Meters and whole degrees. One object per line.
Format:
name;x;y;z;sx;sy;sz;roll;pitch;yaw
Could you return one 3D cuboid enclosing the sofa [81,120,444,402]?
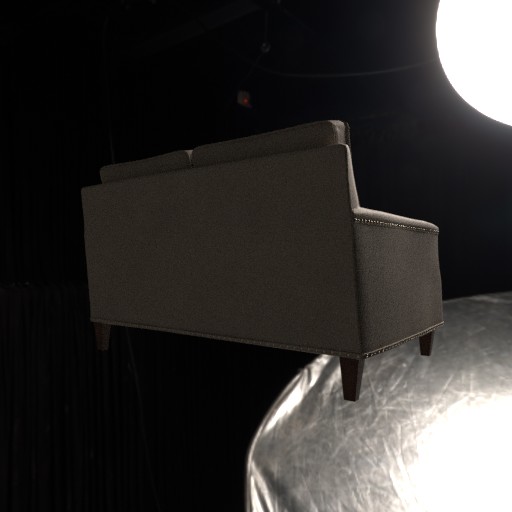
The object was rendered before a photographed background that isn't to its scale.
sofa;0.000;0.000;2.287;1.597;1.003;1.084;0;-1;37
